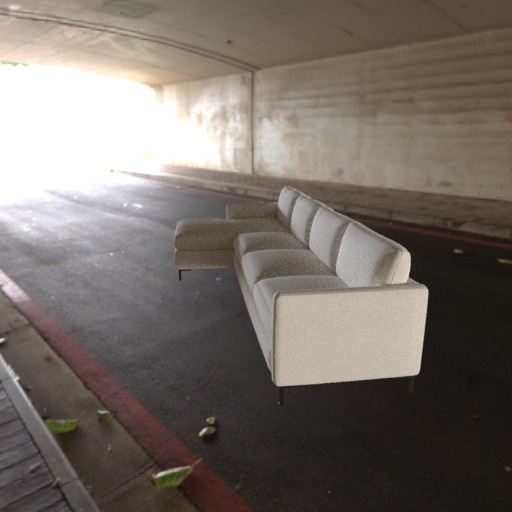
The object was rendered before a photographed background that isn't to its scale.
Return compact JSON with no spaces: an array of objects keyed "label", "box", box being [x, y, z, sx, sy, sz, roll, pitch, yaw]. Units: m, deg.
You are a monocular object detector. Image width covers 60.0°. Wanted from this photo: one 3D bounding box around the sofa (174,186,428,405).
[{"label":"sofa","box":[0.000,0.000,3.855,1.467,0.875,3.186,-2,16,-8]}]
